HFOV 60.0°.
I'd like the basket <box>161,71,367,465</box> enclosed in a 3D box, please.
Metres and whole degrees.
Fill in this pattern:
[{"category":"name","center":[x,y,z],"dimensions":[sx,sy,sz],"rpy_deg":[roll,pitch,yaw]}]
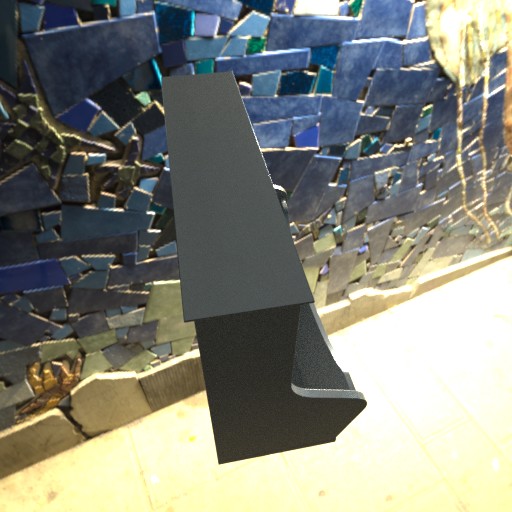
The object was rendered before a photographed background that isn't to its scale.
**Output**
[{"category":"basket","center":[0.000,0.000,1.112],"dimensions":[0.350,0.600,0.780],"rpy_deg":[-8,46,-7]}]
